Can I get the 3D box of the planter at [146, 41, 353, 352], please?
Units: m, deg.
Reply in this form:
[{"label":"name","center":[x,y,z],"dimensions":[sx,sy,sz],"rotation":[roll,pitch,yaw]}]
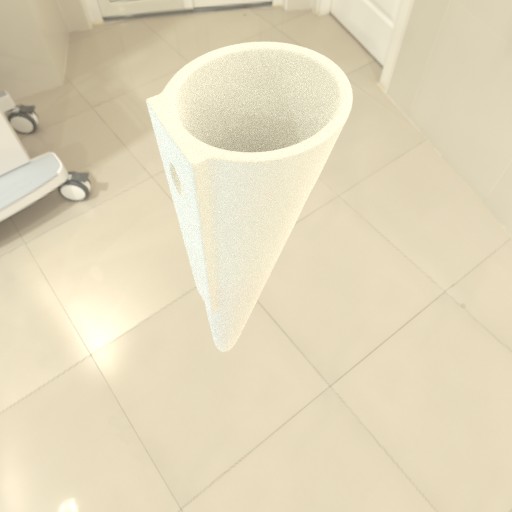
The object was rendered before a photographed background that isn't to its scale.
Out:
[{"label":"planter","center":[0.000,0.000,0.224],"dimensions":[0.064,0.193,0.057],"rotation":[-26,62,-16]}]
